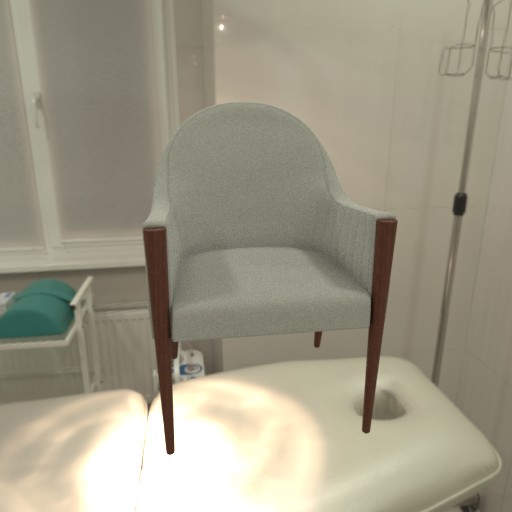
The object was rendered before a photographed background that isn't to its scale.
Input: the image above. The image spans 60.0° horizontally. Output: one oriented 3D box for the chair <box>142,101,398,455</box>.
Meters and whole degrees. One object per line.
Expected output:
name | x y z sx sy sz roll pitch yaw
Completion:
chair | 0.000 0.000 1.325 0.610 0.889 0.620 -3 18 -8
